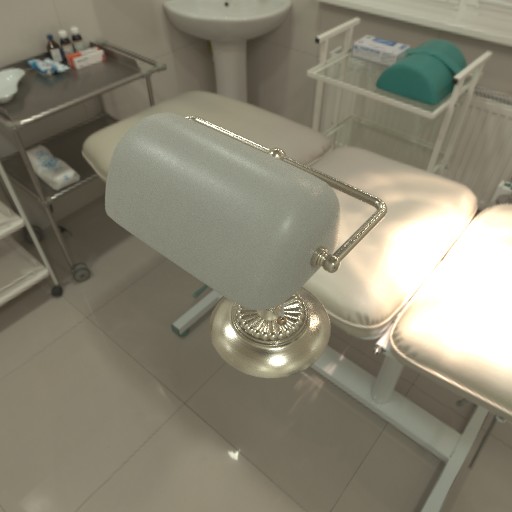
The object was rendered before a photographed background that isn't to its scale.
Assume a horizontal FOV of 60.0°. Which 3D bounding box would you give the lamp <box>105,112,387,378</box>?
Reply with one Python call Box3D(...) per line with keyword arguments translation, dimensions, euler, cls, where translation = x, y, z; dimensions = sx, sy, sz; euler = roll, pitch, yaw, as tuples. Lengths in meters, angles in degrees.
Box3D(translation=(0.000, 0.000, 0.521), dimensions=(0.264, 0.339, 0.243), euler=(31, 53, 27), cls="lamp")
